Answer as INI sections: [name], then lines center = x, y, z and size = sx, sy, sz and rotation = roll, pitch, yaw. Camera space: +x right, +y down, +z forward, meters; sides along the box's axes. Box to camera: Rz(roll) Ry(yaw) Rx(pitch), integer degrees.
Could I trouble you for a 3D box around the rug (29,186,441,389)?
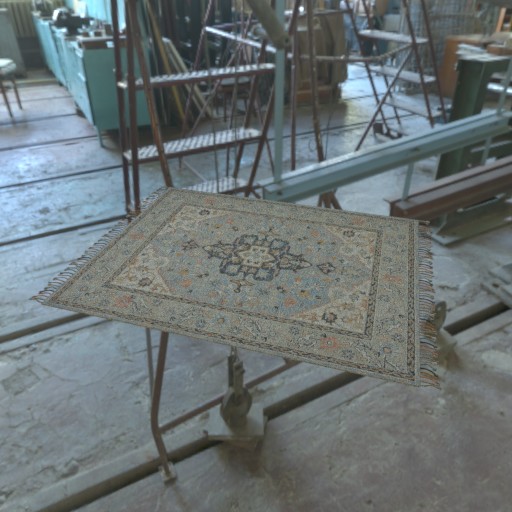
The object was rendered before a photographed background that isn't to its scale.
[rug]
center = 0.000, 0.000, 4.207
size = 3.221, 0.011, 2.379
rotation = 9, 34, 14
